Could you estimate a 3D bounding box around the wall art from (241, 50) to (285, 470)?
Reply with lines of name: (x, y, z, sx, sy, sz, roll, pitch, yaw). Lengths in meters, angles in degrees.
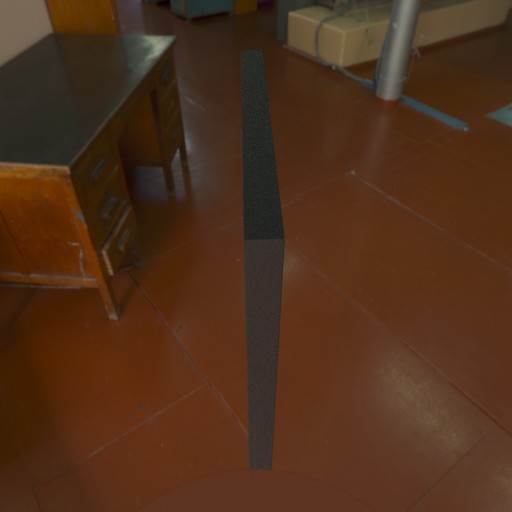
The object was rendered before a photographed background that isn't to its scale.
wall art: (0.000, 0.000, 0.757, 0.037, 0.508, 0.508, -1, 43, -1)
